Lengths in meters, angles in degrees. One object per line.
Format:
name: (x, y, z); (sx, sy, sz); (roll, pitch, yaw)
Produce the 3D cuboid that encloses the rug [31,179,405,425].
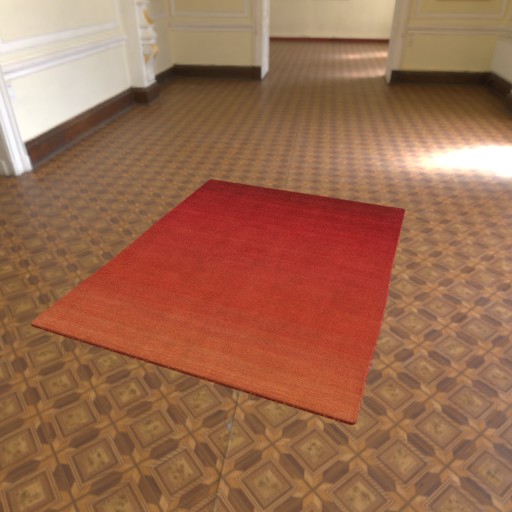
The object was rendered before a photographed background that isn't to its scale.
rug: (0.000, 0.000, 3.941); (2.340, 0.028, 2.905); (12, 34, 18)
